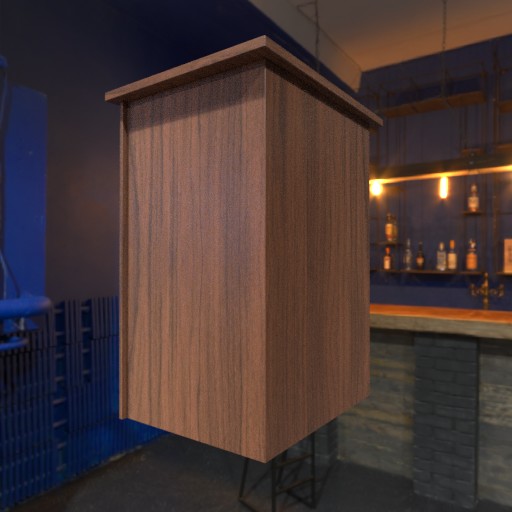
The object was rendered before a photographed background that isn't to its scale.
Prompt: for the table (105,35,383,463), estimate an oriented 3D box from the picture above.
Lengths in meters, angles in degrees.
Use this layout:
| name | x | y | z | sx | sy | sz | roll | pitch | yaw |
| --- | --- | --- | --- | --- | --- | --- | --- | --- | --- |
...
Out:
| name | x | y | z | sx | sy | sz | roll | pitch | yaw |
| --- | --- | --- | --- | --- | --- | --- | --- | --- | --- |
| table | 0.000 | 0.000 | 0.945 | 0.381 | 0.636 | 0.480 | 0 | -1 | 36 |
